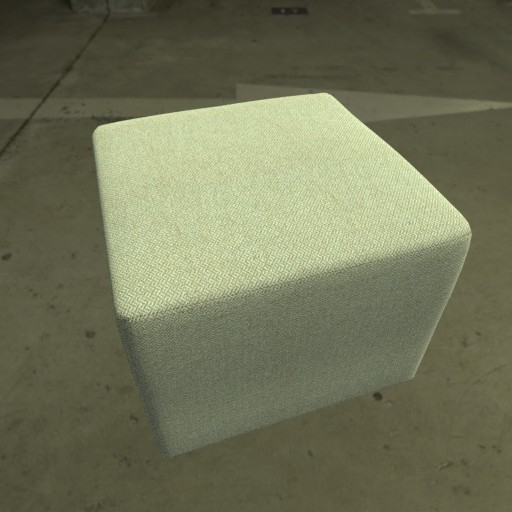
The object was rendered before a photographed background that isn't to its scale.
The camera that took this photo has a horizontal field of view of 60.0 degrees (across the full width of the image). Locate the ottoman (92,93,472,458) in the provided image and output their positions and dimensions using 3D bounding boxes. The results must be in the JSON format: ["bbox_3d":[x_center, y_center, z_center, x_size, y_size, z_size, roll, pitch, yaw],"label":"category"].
[{"bbox_3d":[0.000,0.000,0.874,0.521,0.453,0.512,-13,45,-13],"label":"ottoman"}]
